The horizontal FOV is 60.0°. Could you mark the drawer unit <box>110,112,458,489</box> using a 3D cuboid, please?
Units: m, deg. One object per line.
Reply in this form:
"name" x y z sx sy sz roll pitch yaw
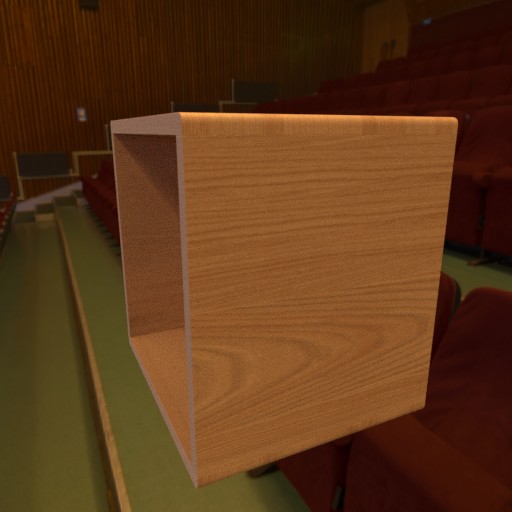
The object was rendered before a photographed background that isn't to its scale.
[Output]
"drawer unit" 0.000 0.000 0.584 0.290 0.344 0.344 -8 17 -25
